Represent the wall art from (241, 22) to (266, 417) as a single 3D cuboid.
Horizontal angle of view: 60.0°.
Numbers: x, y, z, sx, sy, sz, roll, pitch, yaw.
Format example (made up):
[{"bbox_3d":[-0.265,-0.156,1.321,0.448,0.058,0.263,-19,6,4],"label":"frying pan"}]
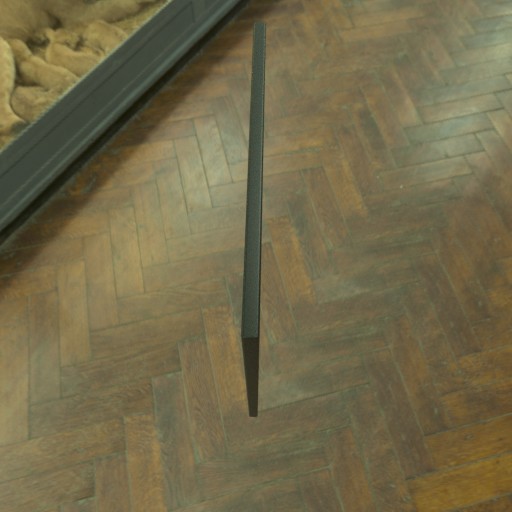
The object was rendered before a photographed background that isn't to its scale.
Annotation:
[{"bbox_3d":[0.000,0.000,0.806,0.018,0.582,0.481,1,63,1],"label":"wall art"}]
